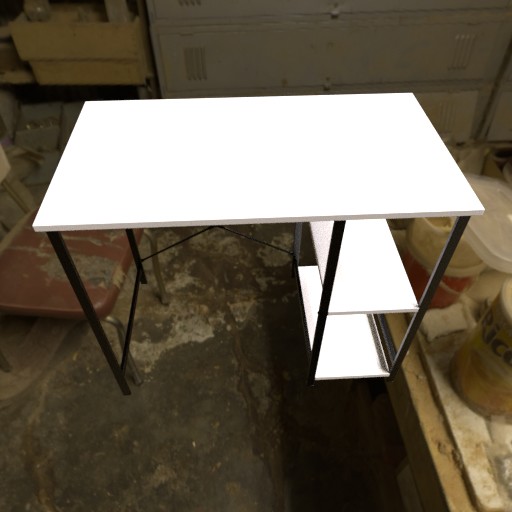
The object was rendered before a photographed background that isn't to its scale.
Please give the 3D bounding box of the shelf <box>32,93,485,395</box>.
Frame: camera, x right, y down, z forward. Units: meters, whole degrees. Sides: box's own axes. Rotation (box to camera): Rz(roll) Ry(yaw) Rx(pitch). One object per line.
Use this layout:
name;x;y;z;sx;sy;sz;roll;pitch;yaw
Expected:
shelf;0.000;0.000;1.324;0.902;0.750;0.498;-2;47;-2
